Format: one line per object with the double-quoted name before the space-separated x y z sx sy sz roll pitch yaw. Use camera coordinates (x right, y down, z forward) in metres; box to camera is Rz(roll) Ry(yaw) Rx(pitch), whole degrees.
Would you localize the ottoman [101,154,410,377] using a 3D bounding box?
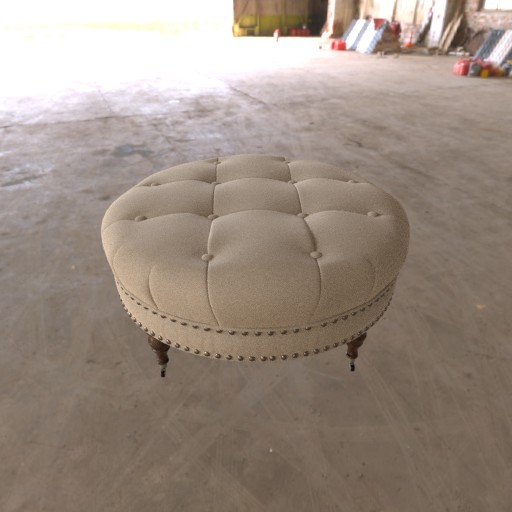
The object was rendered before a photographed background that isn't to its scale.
"ottoman" 0.000 0.000 1.388 0.901 0.439 0.901 0 30 0
